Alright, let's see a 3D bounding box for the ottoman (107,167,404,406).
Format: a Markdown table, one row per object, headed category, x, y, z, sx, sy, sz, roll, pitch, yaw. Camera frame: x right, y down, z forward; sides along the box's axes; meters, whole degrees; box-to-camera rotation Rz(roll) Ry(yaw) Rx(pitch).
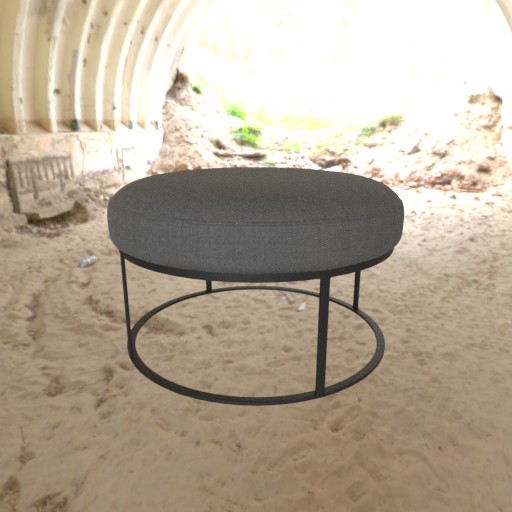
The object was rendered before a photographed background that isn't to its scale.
| category | x | y | z | sx | sy | sz | roll | pitch | yaw |
| --- | --- | --- | --- | --- | --- | --- | --- | --- | --- |
| ottoman | 0.000 | 0.000 | 1.242 | 0.772 | 0.460 | 0.772 | 0 | 16 | 0 |
